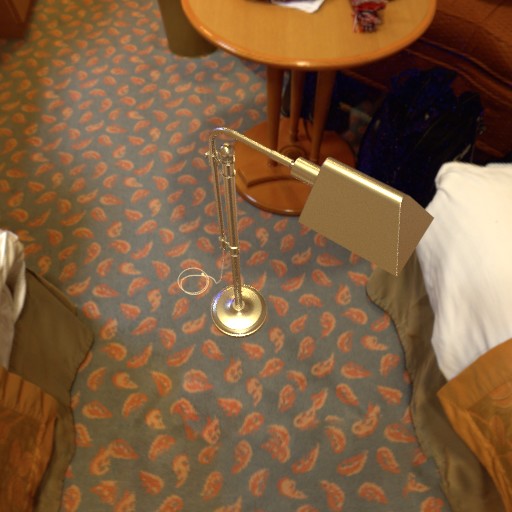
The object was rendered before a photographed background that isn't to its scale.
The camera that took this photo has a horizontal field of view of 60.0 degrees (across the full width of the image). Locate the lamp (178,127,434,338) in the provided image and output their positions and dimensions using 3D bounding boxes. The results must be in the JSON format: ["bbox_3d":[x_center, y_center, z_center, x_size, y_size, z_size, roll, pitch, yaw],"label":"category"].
[{"bbox_3d":[0.000,0.000,0.933,0.546,0.708,0.159,32,63,18],"label":"lamp"}]
